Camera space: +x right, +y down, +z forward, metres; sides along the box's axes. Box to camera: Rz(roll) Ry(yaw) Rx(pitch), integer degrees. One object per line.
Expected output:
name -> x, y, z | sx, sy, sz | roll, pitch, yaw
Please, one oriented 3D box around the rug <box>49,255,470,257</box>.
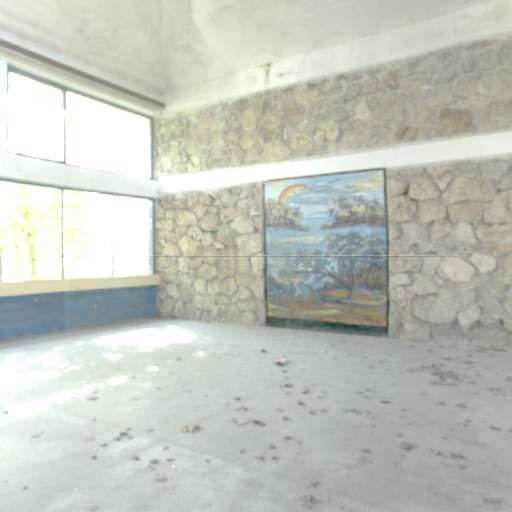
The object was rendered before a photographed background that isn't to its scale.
rug -> 0.000, 0.000, 3.015 | 2.439, 0.005, 1.524 | 0, 0, 34
